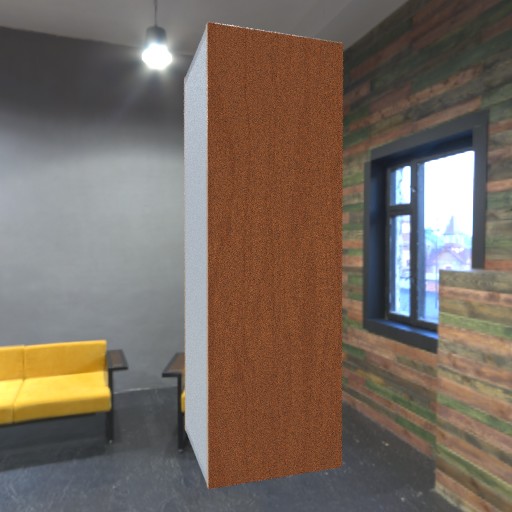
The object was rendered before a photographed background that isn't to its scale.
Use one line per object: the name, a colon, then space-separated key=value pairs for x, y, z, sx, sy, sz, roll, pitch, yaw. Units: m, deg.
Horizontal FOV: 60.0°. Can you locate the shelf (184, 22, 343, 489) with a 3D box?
shelf: x=0.000 y=0.000 z=1.039 sx=0.290 sy=0.900 sz=0.300 roll=0 pitch=1 yaw=-18
